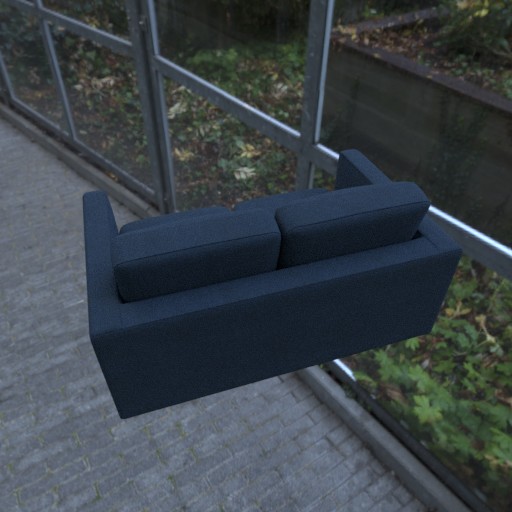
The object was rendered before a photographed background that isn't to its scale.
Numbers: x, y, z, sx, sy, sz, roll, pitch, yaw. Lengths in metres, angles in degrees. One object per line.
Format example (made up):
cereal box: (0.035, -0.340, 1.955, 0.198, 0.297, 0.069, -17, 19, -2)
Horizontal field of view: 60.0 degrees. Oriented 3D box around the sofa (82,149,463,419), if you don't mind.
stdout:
sofa: (0.000, 0.000, 2.198, 1.518, 0.930, 0.999, -12, 42, -14)
